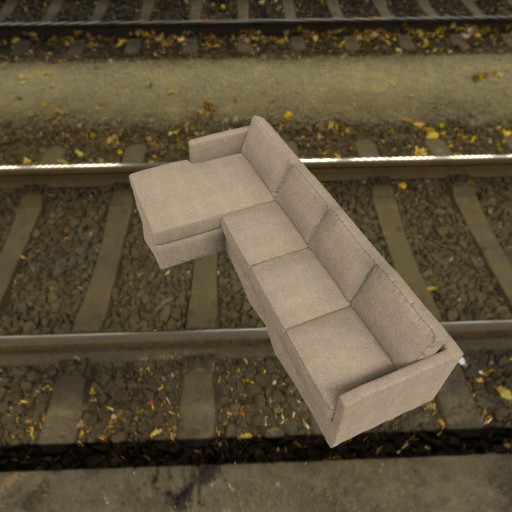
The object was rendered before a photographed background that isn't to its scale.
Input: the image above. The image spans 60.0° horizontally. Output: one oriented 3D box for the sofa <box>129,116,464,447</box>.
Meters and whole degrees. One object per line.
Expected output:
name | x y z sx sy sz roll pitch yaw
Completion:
sofa | 0.000 0.000 3.909 1.650 0.922 3.205 -18 50 -16
